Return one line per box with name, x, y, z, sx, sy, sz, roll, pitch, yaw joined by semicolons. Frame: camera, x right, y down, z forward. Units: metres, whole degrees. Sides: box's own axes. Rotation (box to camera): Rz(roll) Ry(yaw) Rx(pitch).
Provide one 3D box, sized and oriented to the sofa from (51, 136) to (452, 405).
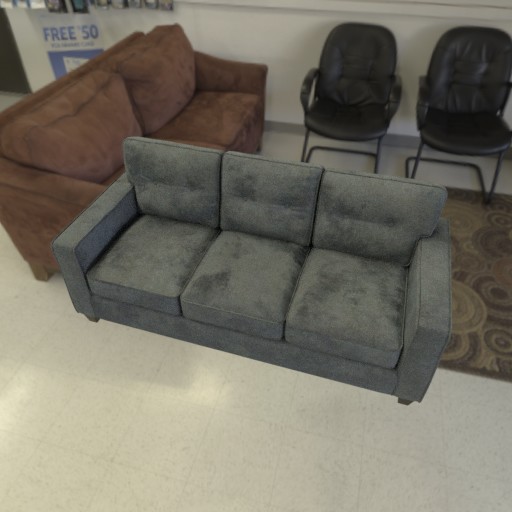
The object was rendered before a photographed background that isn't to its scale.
sofa;0.000;0.000;2.633;2.133;0.965;0.939;12;43;13
